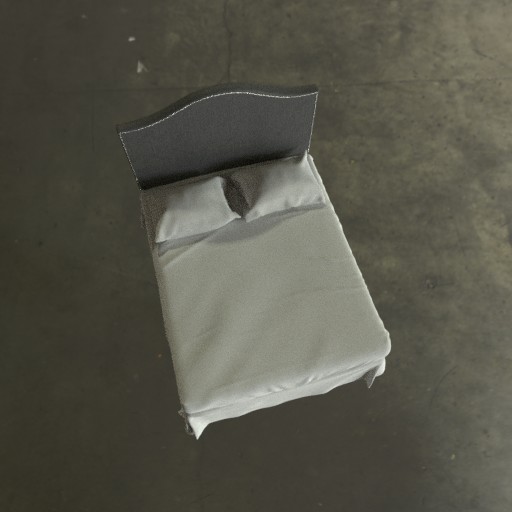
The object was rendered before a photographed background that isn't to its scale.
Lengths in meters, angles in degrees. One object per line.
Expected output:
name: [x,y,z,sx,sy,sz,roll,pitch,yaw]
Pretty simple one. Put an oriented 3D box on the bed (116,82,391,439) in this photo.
bed: [0.000,0.000,3.513,1.876,1.645,2.221,-14,64,-7]
